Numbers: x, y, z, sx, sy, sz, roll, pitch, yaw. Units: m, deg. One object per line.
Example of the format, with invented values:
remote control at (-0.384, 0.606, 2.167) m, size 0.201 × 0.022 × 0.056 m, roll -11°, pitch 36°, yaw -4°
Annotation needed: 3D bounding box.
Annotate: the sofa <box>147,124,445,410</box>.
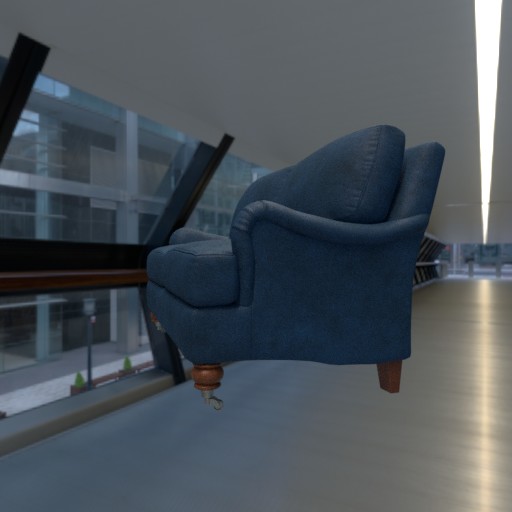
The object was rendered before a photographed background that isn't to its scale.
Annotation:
sofa at (0.000, 0.000, 2.500) m, size 1.084 × 1.101 × 1.853 m, roll 0°, pitch 0°, yaw -18°
